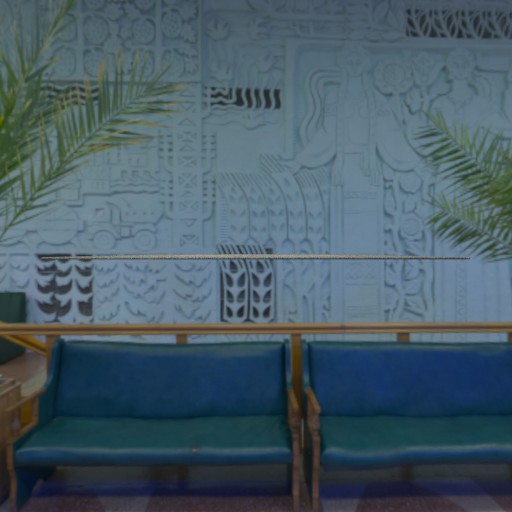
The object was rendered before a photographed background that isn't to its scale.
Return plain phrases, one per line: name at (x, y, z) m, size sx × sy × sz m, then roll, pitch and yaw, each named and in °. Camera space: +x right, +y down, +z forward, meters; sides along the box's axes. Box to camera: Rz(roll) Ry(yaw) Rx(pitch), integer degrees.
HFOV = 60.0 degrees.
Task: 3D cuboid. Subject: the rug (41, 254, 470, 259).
rug at (0.000, 0.000, 4.024) m, size 2.434 × 0.013 × 3.057 m, roll 0°, pitch 1°, yaw 0°
